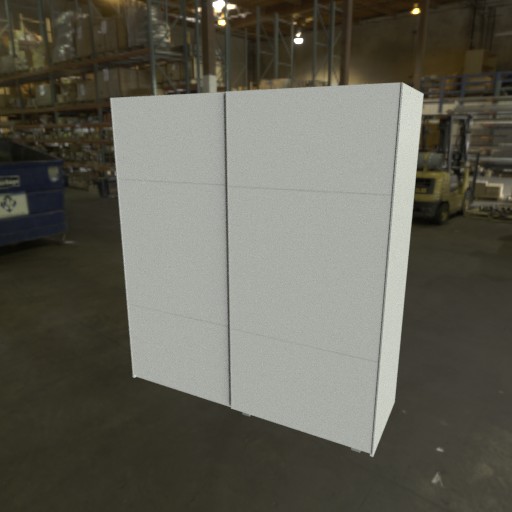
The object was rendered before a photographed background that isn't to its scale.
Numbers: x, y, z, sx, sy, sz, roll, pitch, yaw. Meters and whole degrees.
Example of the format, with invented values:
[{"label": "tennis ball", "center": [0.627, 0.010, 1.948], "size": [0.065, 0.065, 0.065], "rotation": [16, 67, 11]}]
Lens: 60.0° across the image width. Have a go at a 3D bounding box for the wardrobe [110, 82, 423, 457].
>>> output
[{"label": "wardrobe", "center": [0.000, 0.000, 2.859], "size": [1.780, 1.960, 0.629], "rotation": [8, 17, 27]}]
